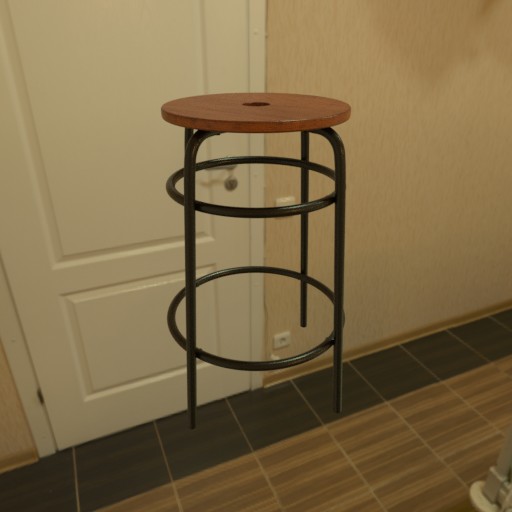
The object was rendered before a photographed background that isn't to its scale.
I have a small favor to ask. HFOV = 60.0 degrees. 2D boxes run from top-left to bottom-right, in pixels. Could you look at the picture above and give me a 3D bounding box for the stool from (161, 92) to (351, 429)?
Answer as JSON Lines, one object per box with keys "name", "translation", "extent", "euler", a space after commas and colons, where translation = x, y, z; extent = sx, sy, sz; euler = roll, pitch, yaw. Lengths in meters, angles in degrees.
{"name": "stool", "translation": [0.000, 0.000, 0.931], "extent": [0.455, 0.610, 0.455], "euler": [19, 33, 32]}
